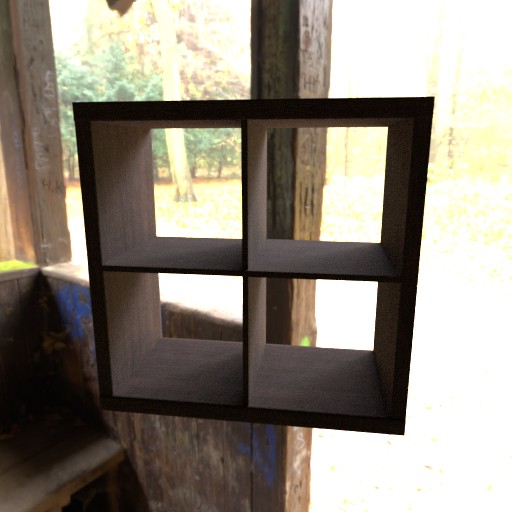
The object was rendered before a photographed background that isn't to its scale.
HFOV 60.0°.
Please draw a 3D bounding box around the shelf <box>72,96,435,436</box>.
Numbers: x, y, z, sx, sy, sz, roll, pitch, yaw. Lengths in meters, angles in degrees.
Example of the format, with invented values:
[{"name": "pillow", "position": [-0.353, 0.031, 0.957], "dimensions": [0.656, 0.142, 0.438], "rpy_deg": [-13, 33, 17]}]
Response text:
[{"name": "shelf", "position": [0.000, 0.000, 1.234], "dimensions": [0.790, 0.786, 0.390], "rpy_deg": [2, 14, 8]}]
